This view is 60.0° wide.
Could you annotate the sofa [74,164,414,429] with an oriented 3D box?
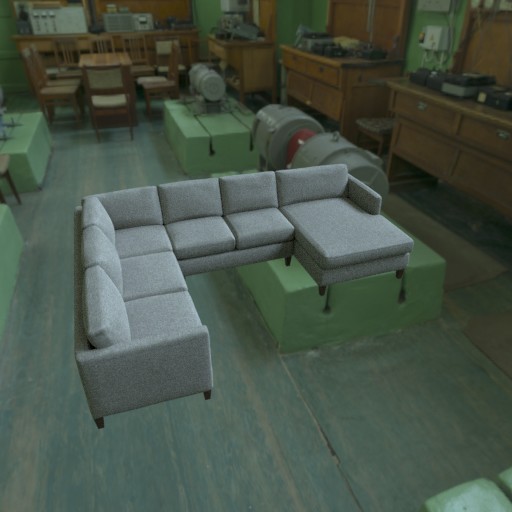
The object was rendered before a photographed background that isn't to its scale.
[{"bbox_3d":[0.000,0.000,4.566,3.460,0.959,2.593,-10,33,-16],"label":"sofa"}]
